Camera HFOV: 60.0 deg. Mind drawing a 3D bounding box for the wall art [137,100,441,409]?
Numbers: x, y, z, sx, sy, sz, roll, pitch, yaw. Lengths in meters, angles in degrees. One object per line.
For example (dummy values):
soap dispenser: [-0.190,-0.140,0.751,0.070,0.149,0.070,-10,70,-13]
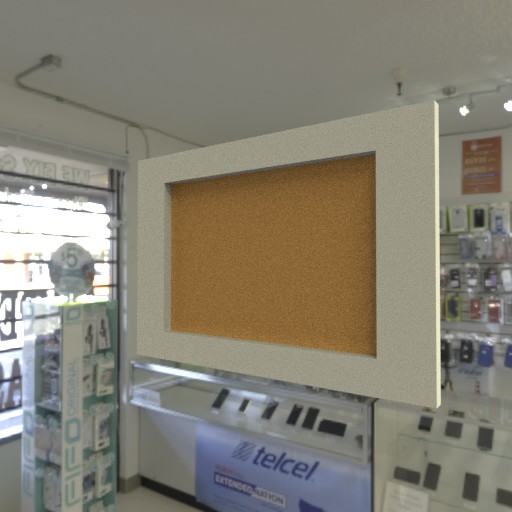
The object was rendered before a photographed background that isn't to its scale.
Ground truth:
wall art: [0.000,0.000,1.162,0.906,0.617,0.033,-1,-1,36]
